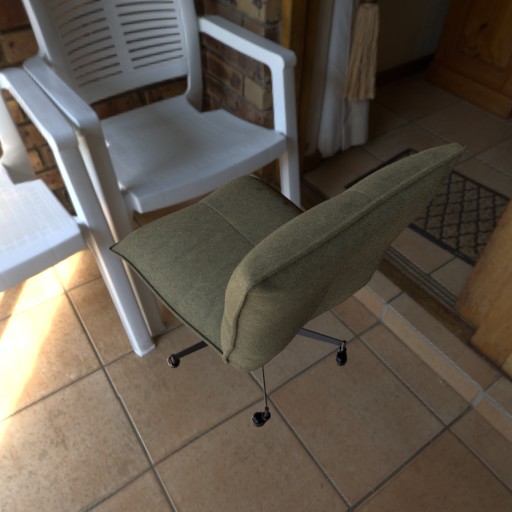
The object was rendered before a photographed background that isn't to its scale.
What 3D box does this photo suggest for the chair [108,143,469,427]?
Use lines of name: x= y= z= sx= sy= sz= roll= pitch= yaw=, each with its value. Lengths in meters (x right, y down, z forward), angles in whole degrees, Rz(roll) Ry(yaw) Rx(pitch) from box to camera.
chair: x=0.000 y=0.000 z=1.238 sx=0.597 sy=0.811 sz=0.696 roll=-32 pitch=54 yaw=-26
